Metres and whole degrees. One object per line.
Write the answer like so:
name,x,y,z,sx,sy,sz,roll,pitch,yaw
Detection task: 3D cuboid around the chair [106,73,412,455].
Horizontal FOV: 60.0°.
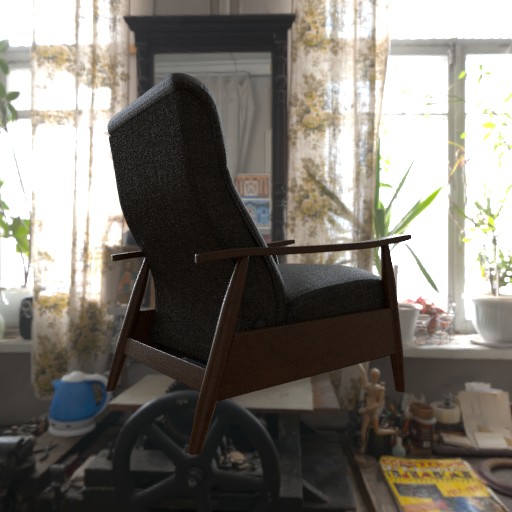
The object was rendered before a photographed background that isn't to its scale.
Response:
chair,0.000,0.000,1.786,1.014,1.082,0.762,0,0,-37
